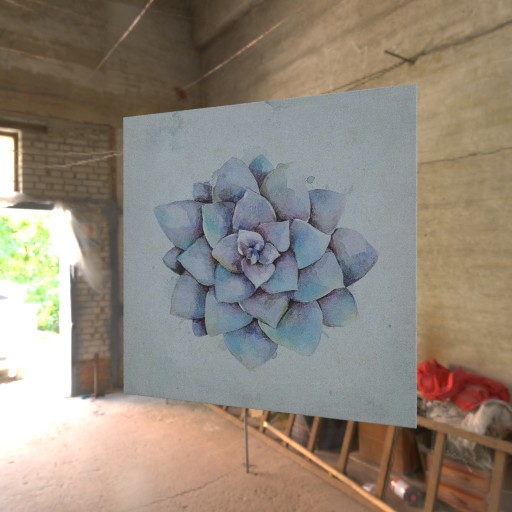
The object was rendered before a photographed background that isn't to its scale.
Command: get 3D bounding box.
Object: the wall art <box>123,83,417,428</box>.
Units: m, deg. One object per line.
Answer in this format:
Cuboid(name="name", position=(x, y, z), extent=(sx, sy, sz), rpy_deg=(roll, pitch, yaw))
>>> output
Cuboid(name="wall art", position=(0.000, 0.000, 1.117), extent=(0.762, 0.762, 0.038), rpy_deg=(0, 0, 19))
